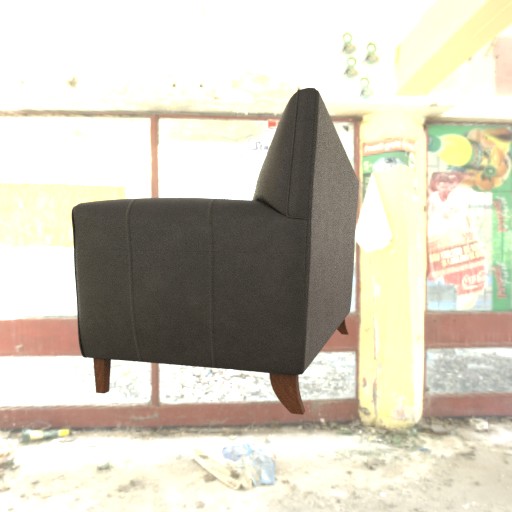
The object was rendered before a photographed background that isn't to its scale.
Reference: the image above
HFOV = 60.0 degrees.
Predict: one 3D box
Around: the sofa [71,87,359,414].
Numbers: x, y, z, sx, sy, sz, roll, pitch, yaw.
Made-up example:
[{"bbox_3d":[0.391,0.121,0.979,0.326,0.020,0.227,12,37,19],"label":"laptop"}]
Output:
[{"bbox_3d":[0.000,0.000,1.948,0.787,0.871,1.473,0,0,17],"label":"sofa"}]
